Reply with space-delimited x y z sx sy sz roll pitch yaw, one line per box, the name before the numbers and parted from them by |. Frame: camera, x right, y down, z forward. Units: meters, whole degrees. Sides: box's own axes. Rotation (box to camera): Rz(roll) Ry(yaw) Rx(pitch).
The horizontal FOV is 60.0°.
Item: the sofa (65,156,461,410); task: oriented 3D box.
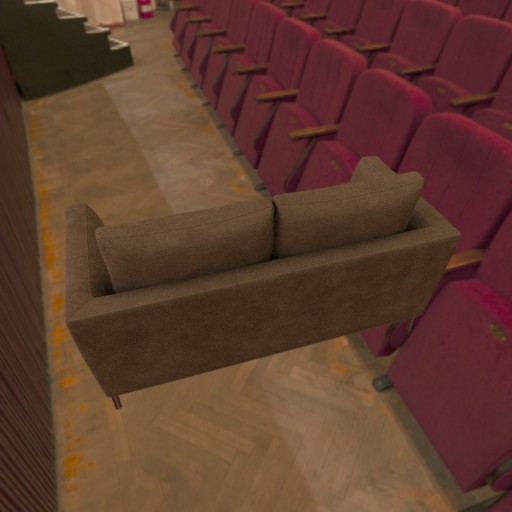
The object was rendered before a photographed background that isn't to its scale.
sofa | 0.000 0.000 2.373 1.832 1.013 0.855 -12 42 -14
